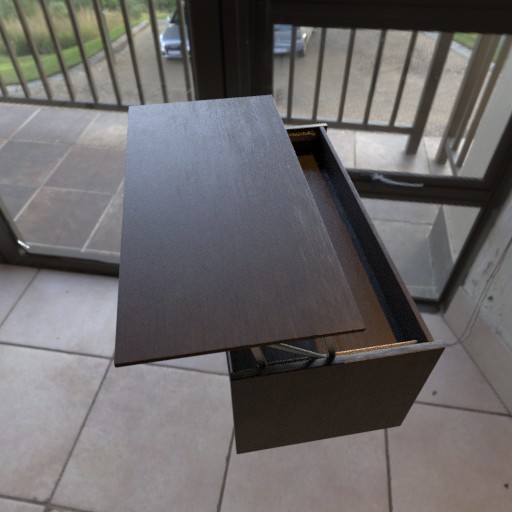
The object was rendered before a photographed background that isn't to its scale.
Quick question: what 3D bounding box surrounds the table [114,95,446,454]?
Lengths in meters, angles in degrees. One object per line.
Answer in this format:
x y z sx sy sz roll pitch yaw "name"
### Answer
0.000 0.000 1.421 0.712 0.570 1.000 -7 47 -7 "table"
